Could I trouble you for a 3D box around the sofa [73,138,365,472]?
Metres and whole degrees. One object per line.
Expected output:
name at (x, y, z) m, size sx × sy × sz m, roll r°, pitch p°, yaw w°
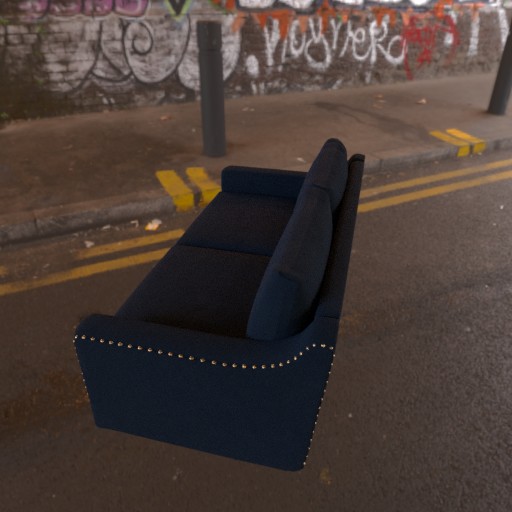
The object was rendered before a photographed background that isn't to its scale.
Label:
sofa at (0.000, 0.000, 2.646) m, size 1.104 × 0.983 × 2.107 m, roll 8°, pitch 32°, yaw 13°
